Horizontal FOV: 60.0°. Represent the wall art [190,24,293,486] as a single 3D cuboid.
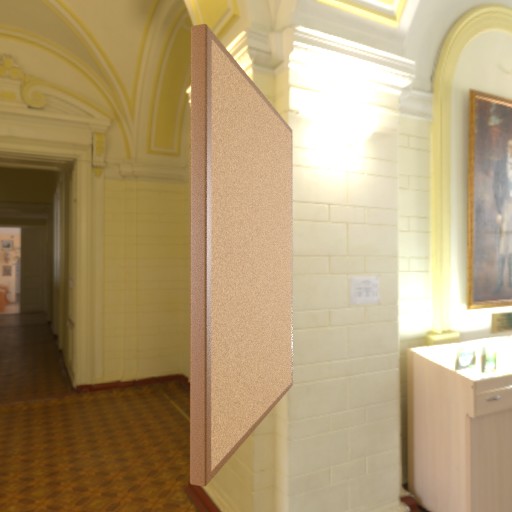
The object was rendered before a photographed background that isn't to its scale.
[{"bbox_3d":[0.000,0.000,0.511,0.015,0.379,0.310,0,-1,18],"label":"wall art"}]
